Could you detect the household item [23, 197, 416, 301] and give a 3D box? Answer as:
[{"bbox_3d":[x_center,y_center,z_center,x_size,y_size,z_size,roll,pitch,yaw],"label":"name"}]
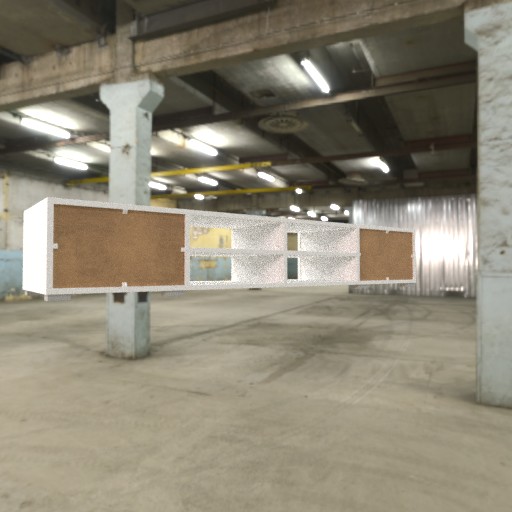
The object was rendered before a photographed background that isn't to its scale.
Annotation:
[{"bbox_3d":[0.000,0.000,2.031,1.850,0.310,0.420,1,-2,-36],"label":"household item"}]
